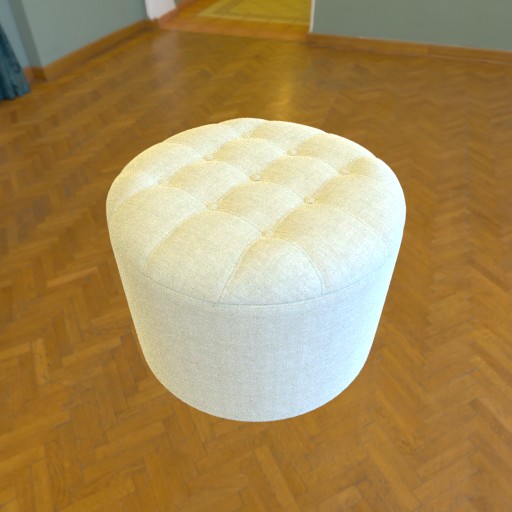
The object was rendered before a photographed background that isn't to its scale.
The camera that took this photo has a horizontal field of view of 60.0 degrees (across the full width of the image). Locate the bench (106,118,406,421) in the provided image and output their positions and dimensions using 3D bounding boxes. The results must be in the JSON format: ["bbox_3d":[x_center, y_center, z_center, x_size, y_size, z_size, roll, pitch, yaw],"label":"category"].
[{"bbox_3d":[0.000,0.000,1.022,0.600,0.453,0.600,0,42,0],"label":"bench"}]
